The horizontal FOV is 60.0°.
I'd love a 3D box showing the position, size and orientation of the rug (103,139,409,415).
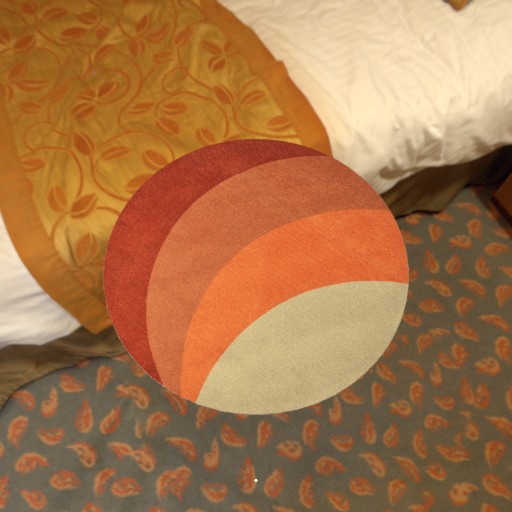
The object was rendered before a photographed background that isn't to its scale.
[{"bbox_3d":[0.000,0.000,2.223,1.514,0.015,1.514,0,63,0],"label":"rug"}]
